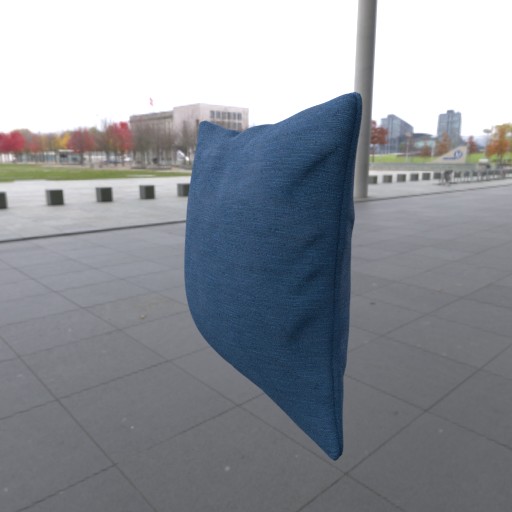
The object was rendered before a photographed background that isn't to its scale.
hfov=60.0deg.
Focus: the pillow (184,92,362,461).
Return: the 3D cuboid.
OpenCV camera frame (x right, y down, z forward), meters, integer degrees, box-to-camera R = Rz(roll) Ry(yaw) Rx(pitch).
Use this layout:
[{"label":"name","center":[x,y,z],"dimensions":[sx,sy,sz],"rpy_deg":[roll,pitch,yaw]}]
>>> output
[{"label":"pillow","center":[0.000,0.000,0.668],"dimensions":[0.177,0.420,0.437],"rpy_deg":[-6,14,-27]}]
